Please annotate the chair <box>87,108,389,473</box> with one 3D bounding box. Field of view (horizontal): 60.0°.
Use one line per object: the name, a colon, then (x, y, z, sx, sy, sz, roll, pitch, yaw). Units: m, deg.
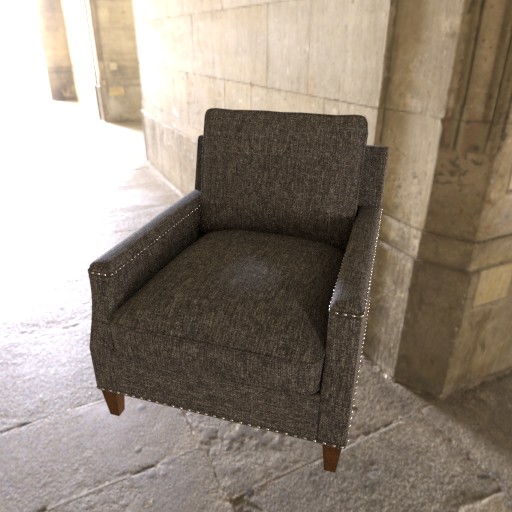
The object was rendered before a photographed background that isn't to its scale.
chair: (0.000, 0.000, 1.656, 0.853, 0.943, 1.014, 8, 27, 16)
